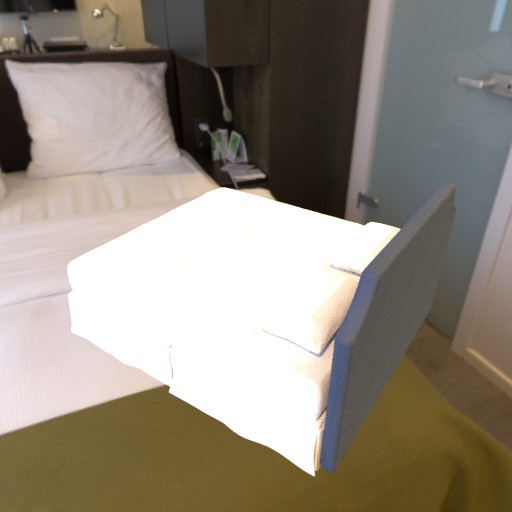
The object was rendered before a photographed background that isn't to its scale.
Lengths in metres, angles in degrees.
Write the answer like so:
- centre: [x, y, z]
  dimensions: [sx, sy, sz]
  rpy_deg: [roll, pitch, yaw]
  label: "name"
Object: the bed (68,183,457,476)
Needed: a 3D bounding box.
- centre: [0.000, 0.000, 4.025]
  dimensions: [2.773, 1.488, 2.350]
  rpy_deg: [20, 36, 30]
  label: "bed"
